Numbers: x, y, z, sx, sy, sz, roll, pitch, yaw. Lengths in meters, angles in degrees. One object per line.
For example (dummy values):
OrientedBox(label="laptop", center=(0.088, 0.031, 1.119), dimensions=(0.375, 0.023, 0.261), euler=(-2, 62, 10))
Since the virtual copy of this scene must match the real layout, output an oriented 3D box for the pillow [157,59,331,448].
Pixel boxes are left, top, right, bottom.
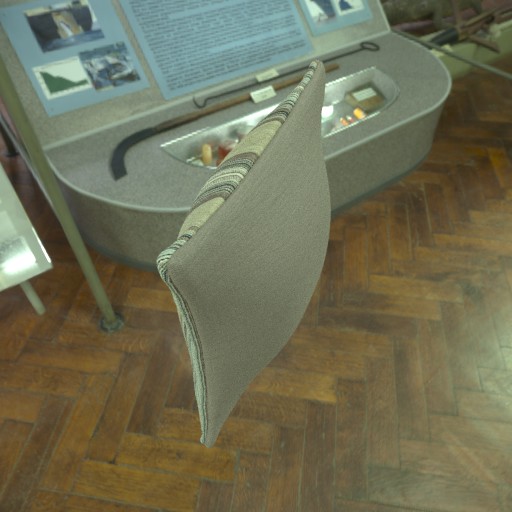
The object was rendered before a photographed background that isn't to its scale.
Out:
OrientedBox(label="pillow", center=(0.000, 0.000, 0.654), dimensions=(0.189, 0.416, 0.435), euler=(17, 50, 16))
